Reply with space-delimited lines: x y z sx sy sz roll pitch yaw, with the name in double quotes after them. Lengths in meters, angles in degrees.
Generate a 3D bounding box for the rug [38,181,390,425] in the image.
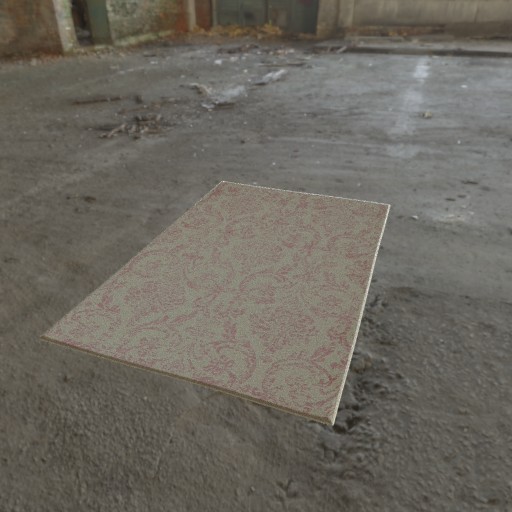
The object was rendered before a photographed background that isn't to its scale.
0.000 0.000 3.533 1.819 0.018 2.746 11 33 17 "rug"
